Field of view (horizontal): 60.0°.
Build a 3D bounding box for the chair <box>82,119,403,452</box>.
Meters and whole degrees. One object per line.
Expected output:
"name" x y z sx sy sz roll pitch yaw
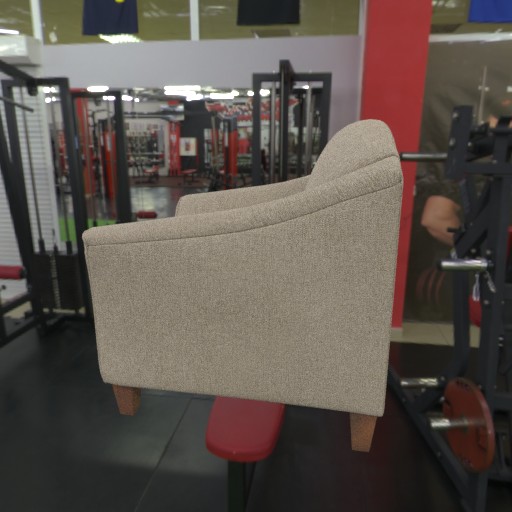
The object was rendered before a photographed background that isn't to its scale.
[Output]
"chair" 0.000 0.000 1.432 0.787 0.839 0.763 3 15 11
